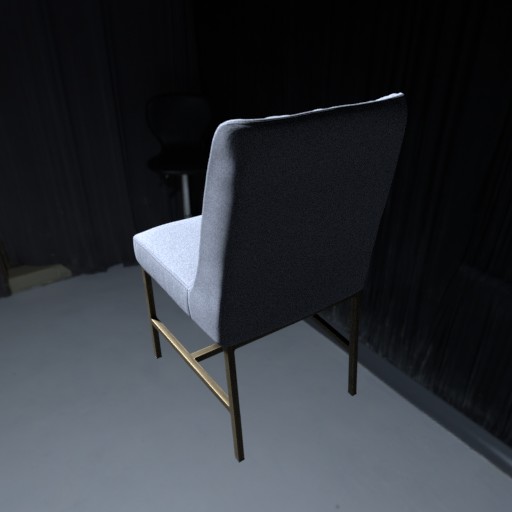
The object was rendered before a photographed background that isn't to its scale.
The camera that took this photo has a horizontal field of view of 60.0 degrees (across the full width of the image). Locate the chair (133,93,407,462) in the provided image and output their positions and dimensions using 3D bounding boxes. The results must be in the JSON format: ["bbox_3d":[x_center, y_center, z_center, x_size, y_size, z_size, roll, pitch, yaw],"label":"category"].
[{"bbox_3d":[0.000,0.000,1.226,0.508,0.889,0.587,-18,34,-29],"label":"chair"}]
